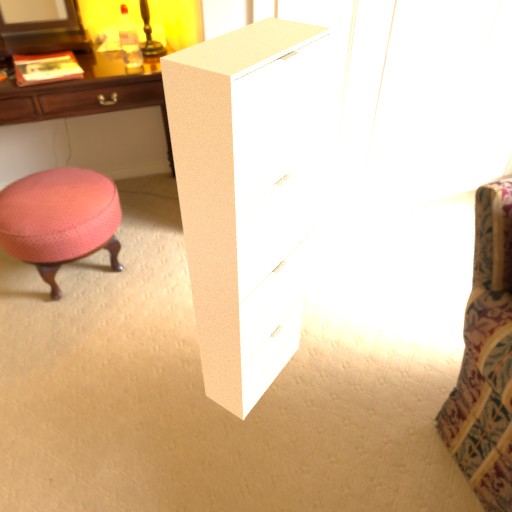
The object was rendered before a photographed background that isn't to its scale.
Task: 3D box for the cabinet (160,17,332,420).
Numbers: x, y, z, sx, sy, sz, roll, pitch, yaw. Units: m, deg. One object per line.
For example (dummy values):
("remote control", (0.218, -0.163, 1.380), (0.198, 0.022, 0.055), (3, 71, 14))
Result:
("cabinet", (0.000, 0.000, 1.808), (0.255, 1.630, 0.520), (25, 47, 26))
